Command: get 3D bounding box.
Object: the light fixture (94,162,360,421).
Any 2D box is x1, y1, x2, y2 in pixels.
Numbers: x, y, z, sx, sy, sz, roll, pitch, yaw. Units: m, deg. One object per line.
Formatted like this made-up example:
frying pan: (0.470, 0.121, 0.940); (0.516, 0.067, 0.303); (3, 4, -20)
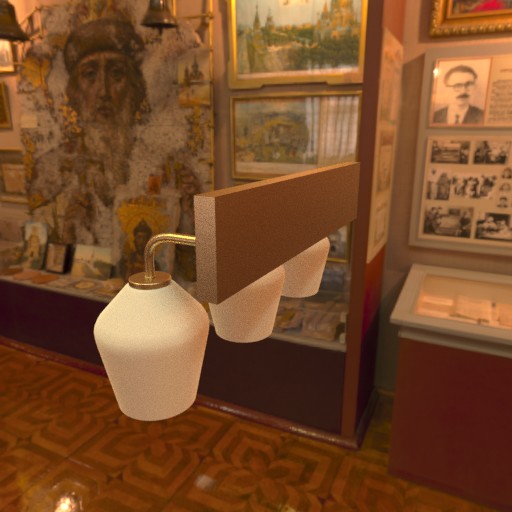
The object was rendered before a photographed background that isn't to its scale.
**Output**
light fixture: (0.000, 0.000, 0.740); (0.190, 0.280, 0.609); (8, 18, 27)
